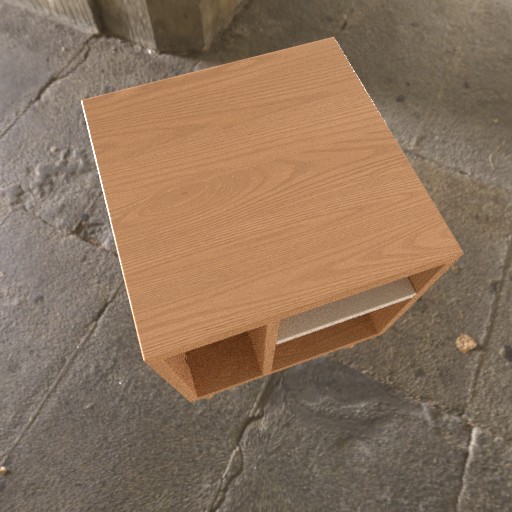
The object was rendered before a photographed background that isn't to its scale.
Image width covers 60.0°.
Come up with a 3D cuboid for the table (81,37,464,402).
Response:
[{"bbox_3d":[0.000,0.000,0.843,0.400,0.550,0.400,-18,66,-8],"label":"table"}]
